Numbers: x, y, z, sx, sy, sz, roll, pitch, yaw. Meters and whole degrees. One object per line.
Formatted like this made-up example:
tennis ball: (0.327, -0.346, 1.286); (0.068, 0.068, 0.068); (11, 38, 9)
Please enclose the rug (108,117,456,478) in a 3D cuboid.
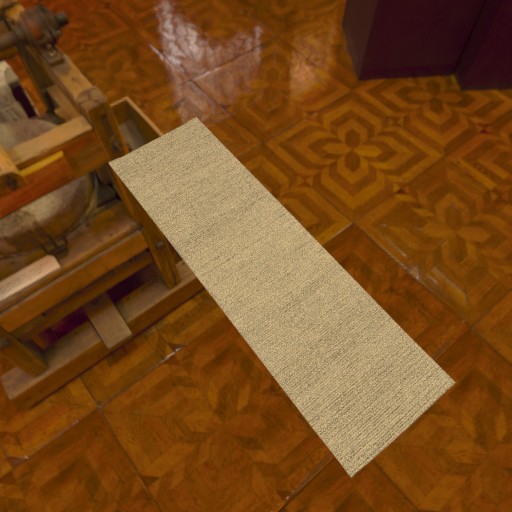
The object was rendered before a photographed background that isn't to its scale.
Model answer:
rug: (0.000, 0.000, 2.517); (0.692, 0.032, 2.320); (-33, 64, -18)
